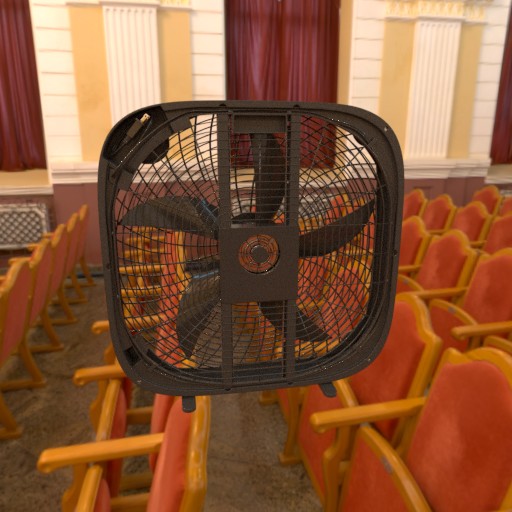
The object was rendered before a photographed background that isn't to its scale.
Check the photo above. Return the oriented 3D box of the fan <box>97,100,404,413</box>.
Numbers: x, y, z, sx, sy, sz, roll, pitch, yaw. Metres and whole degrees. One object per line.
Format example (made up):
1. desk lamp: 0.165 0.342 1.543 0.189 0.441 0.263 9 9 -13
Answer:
1. fan: 0.000 0.000 0.812 0.526 0.533 0.142 -3 15 -10
